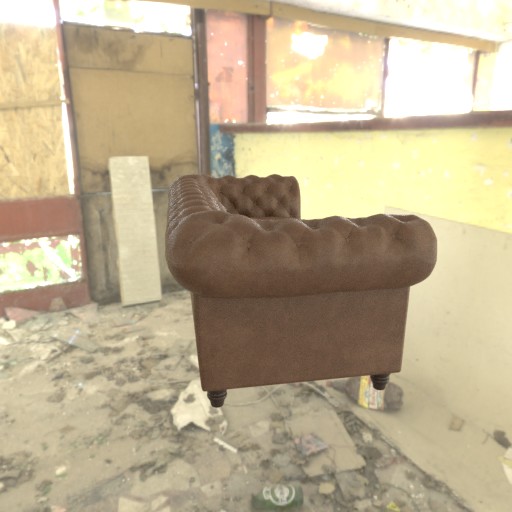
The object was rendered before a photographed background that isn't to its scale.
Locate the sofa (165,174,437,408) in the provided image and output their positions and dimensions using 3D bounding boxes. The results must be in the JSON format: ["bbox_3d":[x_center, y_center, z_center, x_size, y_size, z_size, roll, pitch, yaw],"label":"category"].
[{"bbox_3d":[0.000,0.000,2.476,0.955,0.784,2.048,-3,15,-10],"label":"sofa"}]
